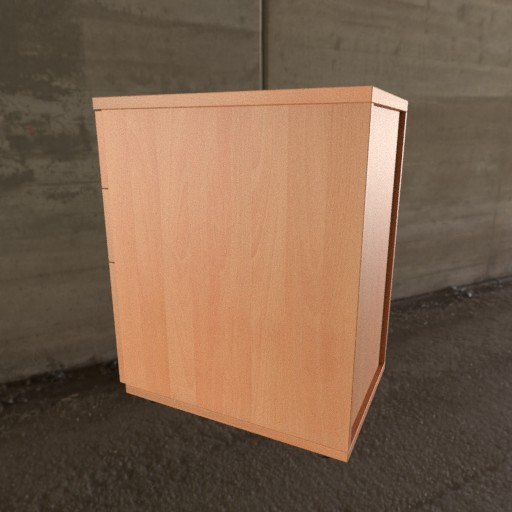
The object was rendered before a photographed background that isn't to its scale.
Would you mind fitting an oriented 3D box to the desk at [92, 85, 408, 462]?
[{"bbox_3d":[0.000,0.000,1.092,0.600,0.730,0.404,7,17,25],"label":"desk"}]
